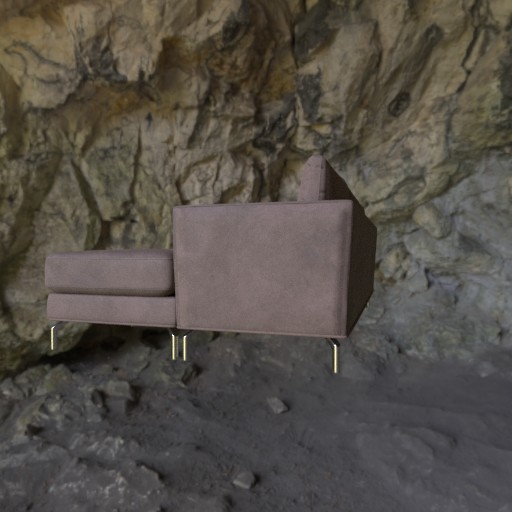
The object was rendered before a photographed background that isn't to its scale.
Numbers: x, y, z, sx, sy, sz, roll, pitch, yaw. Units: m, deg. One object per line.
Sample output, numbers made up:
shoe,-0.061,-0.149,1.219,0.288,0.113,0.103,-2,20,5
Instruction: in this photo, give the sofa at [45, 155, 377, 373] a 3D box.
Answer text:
sofa,0.000,0.000,3.241,1.622,0.987,2.438,0,1,17
